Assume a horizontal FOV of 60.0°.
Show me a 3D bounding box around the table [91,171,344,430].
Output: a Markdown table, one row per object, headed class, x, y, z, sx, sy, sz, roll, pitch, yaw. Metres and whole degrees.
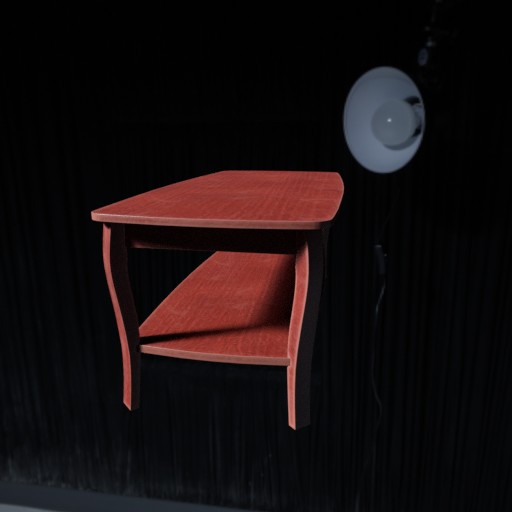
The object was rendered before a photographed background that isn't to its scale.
| class | x | y | z | sx | sy | sz | roll | pitch | yaw |
| --- | --- | --- | --- | --- | --- | --- | --- | --- | --- |
| table | 0.000 | 0.000 | 1.500 | 0.561 | 0.473 | 1.216 | 3 | 15 | 10 |
